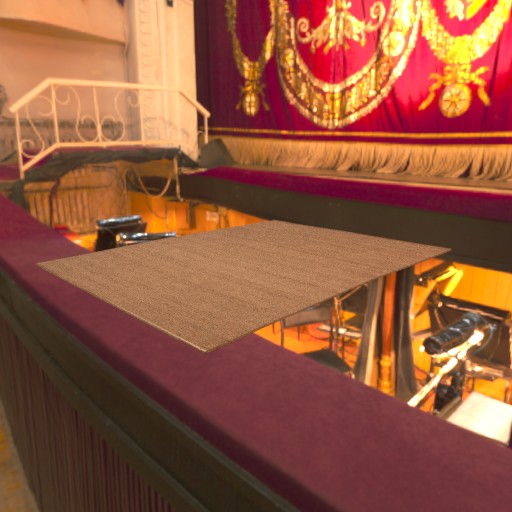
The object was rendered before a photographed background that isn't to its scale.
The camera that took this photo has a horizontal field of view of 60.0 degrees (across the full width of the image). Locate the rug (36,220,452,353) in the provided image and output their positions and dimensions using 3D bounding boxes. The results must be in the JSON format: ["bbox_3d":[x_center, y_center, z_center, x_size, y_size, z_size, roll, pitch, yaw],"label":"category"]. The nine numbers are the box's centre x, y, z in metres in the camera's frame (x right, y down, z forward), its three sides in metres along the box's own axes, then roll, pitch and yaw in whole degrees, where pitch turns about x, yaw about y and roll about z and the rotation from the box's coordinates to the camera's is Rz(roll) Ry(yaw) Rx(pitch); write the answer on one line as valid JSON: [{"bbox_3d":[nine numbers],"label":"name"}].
[{"bbox_3d":[0.000,0.000,5.006,3.778,0.053,2.873,-14,20,-43],"label":"rug"}]
